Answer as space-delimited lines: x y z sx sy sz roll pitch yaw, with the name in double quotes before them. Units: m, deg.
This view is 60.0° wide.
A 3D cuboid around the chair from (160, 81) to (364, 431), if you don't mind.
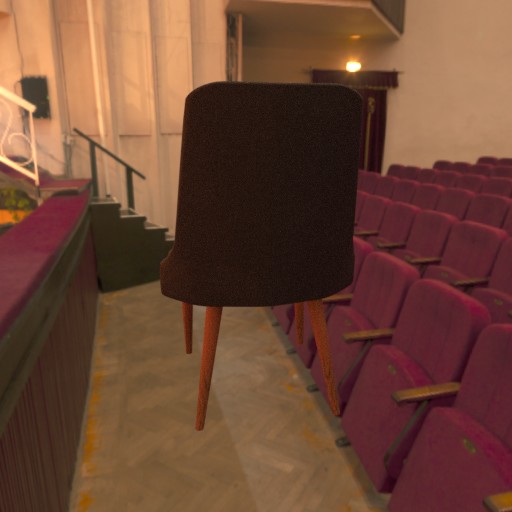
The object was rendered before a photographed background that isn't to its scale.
"chair" 0.000 0.000 1.191 0.504 0.820 0.567 -3 16 -10
